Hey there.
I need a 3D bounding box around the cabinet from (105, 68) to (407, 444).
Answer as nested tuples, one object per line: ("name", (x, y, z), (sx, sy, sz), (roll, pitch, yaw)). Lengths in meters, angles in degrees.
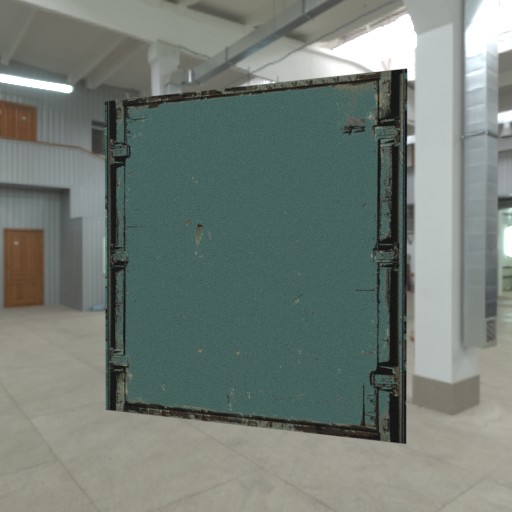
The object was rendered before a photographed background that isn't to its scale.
("cabinet", (0.000, 0.000, 3.150), (2.000, 2.160, 0.680), (0, 1, 16))
